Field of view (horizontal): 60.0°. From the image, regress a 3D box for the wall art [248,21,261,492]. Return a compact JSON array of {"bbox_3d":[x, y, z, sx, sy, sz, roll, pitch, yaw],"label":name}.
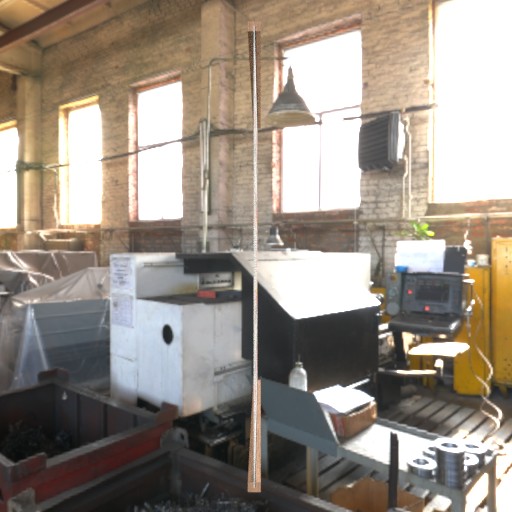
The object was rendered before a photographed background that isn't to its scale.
[{"bbox_3d":[0.000,0.000,1.336,0.028,1.016,0.765,0,1,1],"label":"wall art"}]
